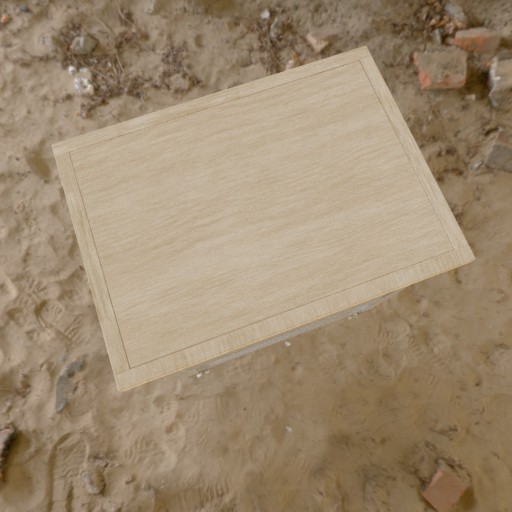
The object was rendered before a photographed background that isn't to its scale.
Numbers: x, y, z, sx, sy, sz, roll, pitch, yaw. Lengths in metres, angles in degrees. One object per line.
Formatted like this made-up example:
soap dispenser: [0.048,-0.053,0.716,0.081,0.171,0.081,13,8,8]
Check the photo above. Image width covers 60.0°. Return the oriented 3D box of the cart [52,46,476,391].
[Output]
cart: [0.000,0.000,1.389,0.762,0.914,0.559,-19,76,-5]
